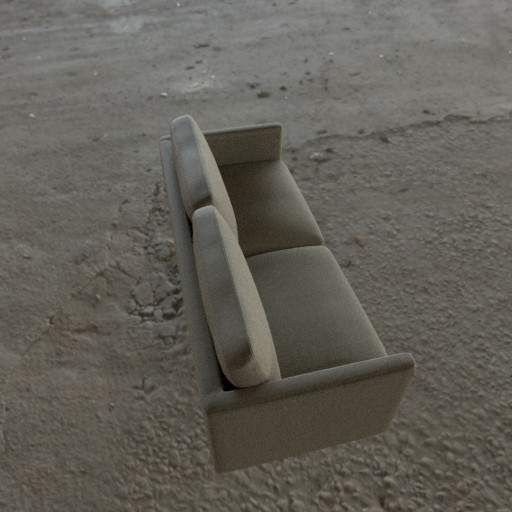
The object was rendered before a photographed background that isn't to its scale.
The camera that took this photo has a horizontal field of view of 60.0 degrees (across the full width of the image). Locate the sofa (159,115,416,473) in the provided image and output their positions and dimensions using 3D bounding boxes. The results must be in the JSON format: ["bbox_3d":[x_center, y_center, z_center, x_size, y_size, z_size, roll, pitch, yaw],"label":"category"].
[{"bbox_3d":[0.000,0.000,2.741,0.956,0.960,2.208,-10,46,-10],"label":"sofa"}]
